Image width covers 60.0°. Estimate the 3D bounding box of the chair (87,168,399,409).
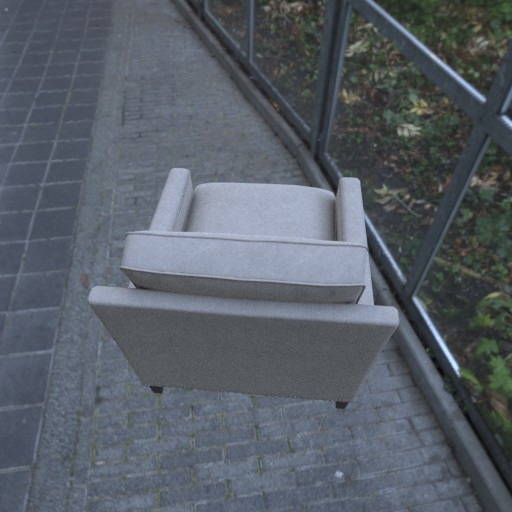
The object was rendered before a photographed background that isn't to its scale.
[{"bbox_3d":[0.000,0.000,1.761,0.853,0.943,1.014,4,48,3],"label":"chair"}]
